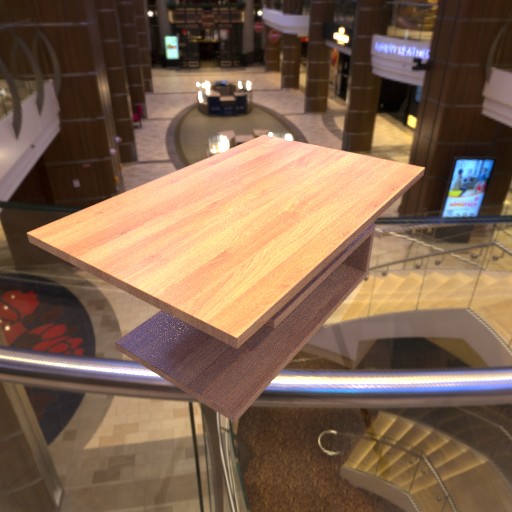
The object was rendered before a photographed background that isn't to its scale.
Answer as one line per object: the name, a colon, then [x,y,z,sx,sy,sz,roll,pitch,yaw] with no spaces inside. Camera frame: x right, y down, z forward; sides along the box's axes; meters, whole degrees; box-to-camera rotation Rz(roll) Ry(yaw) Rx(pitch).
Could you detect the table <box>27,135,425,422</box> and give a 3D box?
table: [0.000,0.000,1.491,0.700,0.442,1.100,20,37,30]
